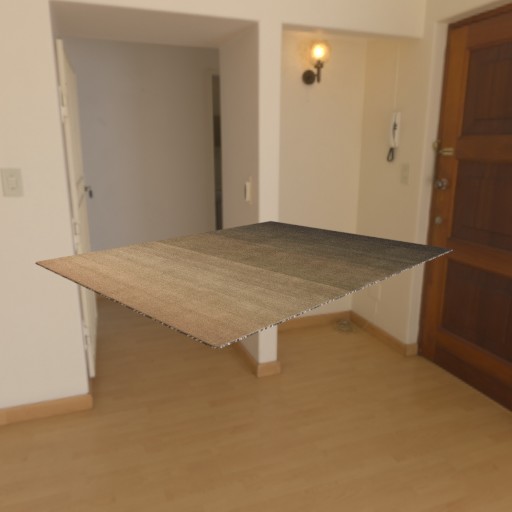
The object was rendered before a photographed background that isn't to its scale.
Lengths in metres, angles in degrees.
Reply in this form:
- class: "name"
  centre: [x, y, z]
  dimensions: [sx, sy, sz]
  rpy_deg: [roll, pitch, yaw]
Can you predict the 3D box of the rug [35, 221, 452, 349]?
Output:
- class: "rug"
  centre: [0.000, 0.000, 3.893]
  dimensions: [2.306, 0.017, 2.902]
  rpy_deg: [13, 19, 43]
